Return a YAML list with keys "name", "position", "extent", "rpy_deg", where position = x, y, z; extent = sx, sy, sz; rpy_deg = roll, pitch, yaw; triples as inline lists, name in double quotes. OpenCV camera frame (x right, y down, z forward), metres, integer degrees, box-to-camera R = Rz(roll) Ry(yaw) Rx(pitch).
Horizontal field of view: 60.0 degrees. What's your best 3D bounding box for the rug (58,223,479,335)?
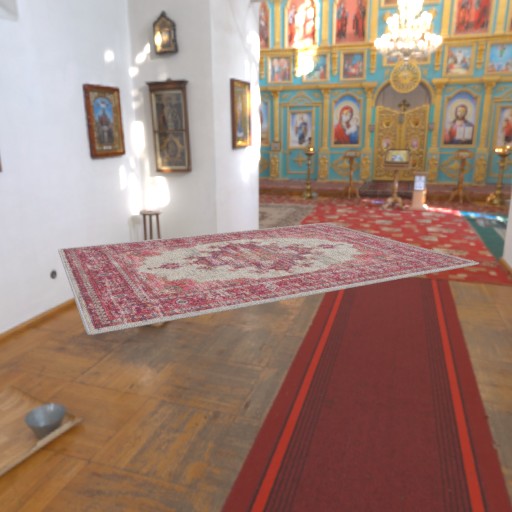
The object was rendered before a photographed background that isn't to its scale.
- name: "rug"
  position: [0.000, 0.000, 2.837]
  extent: [2.232, 0.011, 1.555]
  rpy_deg: [-7, 16, -26]
